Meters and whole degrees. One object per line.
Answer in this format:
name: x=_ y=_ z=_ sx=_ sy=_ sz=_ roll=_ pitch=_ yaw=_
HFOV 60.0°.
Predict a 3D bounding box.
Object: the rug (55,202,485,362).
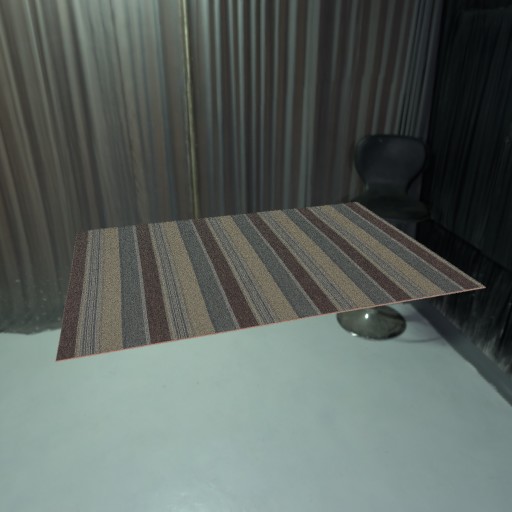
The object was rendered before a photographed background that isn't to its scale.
rug: x=0.000 y=0.000 z=2.312 sx=1.829 sy=0.008 sz=1.219 roll=-7 pitch=27 yaw=-15
